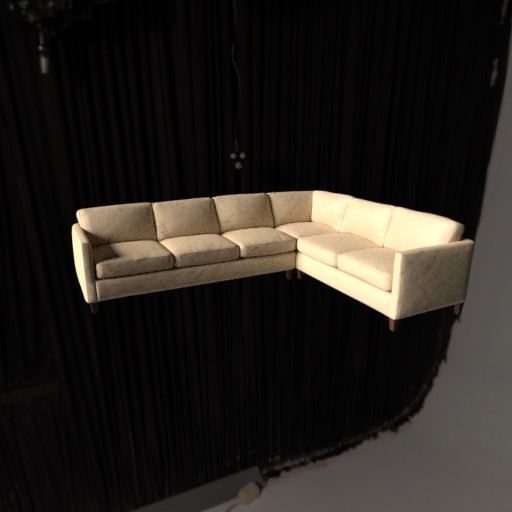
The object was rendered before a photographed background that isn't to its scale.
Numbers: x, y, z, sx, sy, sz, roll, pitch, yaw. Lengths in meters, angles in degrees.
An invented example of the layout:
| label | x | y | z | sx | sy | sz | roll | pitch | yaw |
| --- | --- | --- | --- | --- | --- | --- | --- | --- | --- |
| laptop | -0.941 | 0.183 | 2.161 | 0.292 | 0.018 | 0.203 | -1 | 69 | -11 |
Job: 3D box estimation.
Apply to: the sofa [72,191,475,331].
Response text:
| label | x | y | z | sx | sy | sz | roll | pitch | yaw |
| --- | --- | --- | --- | --- | --- | --- | --- | --- | --- |
| sofa | 0.000 | 0.000 | 4.539 | 3.302 | 0.947 | 2.593 | -8 | 18 | -26 |
